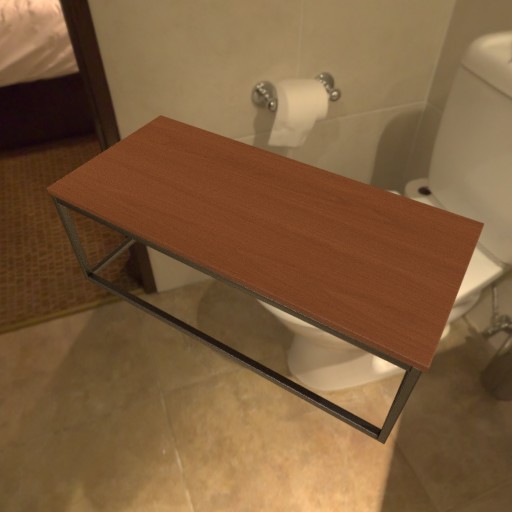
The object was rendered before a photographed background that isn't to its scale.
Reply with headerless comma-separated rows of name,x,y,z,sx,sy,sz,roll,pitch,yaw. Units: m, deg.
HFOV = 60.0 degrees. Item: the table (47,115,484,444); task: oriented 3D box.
table,0.000,0.000,1.357,1.100,0.400,0.500,24,50,22
